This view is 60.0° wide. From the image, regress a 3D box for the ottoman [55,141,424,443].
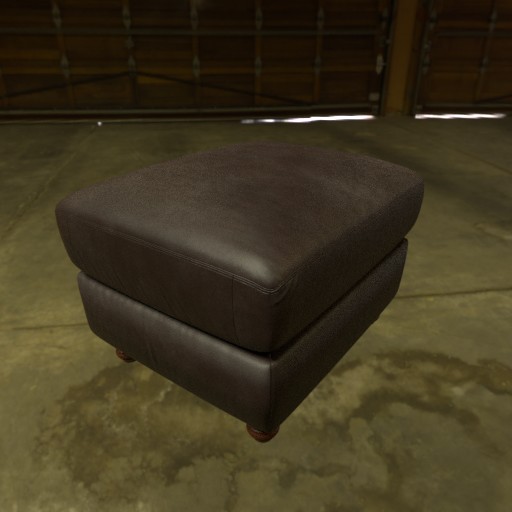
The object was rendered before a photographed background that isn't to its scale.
[{"bbox_3d":[0.000,0.000,1.256,0.670,0.569,0.806,18,31,32],"label":"ottoman"}]
